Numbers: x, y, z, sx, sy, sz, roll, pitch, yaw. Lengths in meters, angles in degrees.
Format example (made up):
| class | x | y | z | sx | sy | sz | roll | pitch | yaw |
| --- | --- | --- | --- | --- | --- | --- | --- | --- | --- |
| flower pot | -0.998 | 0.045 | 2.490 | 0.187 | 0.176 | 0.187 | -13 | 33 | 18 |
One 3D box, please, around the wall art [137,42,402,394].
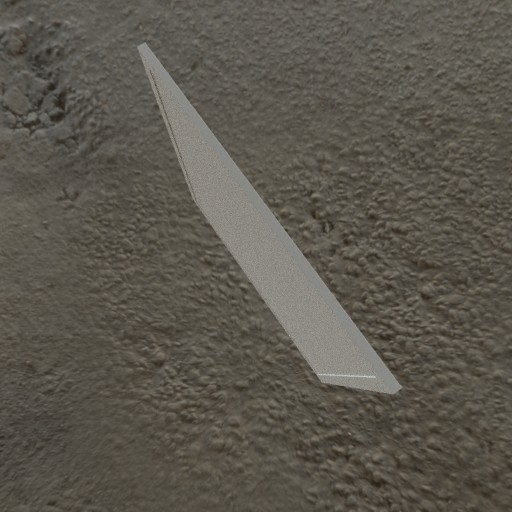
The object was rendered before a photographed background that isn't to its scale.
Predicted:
| class | x | y | z | sx | sy | sz | roll | pitch | yaw |
| --- | --- | --- | --- | --- | --- | --- | --- | --- | --- |
| wall art | 0.000 | 0.000 | 0.976 | 0.015 | 0.660 | 0.660 | -34 | 78 | -8 |
